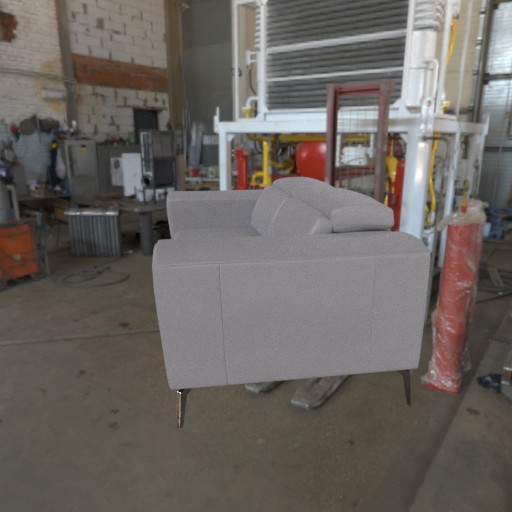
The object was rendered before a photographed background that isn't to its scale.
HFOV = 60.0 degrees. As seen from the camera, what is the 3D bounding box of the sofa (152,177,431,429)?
[{"bbox_3d":[0.000,0.000,2.459,1.003,0.779,1.895,-2,15,-9],"label":"sofa"}]
